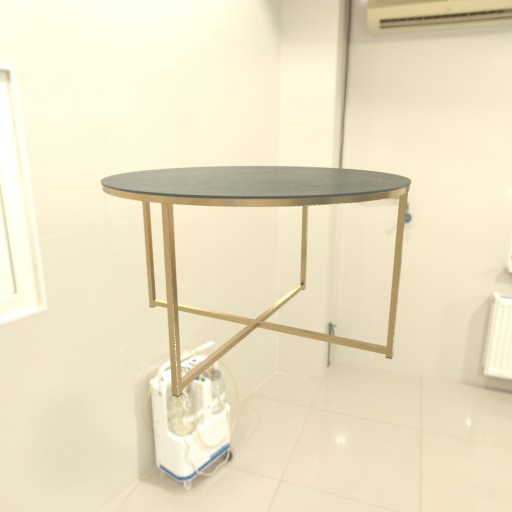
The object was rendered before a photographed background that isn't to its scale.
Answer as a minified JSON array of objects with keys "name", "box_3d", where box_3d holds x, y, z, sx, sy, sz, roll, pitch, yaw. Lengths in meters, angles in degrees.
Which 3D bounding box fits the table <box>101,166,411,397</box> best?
[{"name":"table","box_3d":[0.000,0.000,1.265,0.800,0.450,0.800,0,15,0]}]
